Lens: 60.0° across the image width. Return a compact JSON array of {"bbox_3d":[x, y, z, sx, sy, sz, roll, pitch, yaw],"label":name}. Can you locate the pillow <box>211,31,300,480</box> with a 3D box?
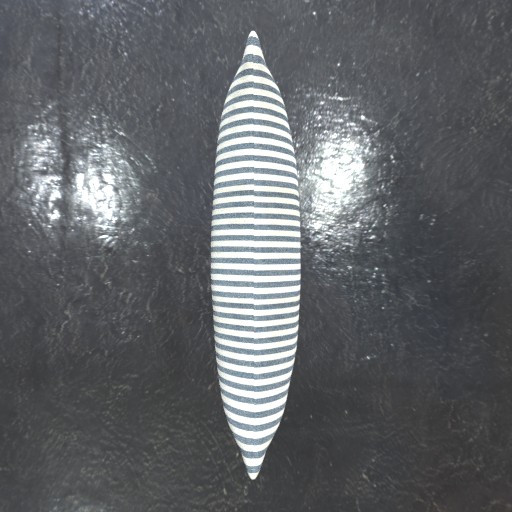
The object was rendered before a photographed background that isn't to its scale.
[{"bbox_3d":[0.000,0.000,0.751,0.151,0.295,0.617,0,90,1],"label":"pillow"}]
